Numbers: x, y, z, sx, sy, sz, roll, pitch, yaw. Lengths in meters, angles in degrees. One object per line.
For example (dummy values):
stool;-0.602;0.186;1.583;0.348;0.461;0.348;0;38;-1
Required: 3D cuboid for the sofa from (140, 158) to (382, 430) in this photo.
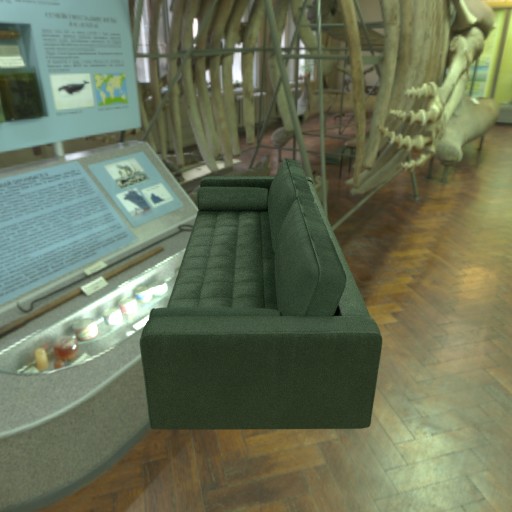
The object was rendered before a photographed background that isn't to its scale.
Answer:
sofa;0.000;0.000;2.674;0.918;0.769;2.199;0;25;0
